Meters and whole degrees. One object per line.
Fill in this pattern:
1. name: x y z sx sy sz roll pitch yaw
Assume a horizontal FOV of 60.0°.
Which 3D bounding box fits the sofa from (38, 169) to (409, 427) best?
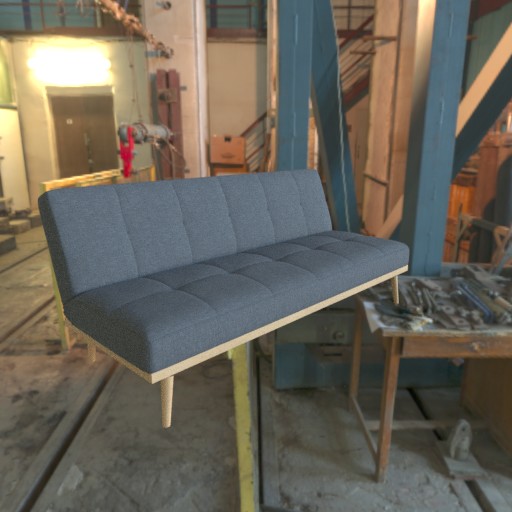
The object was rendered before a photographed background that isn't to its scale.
1. sofa: 0.000 0.000 2.268 0.820 0.770 1.820 14 20 43
